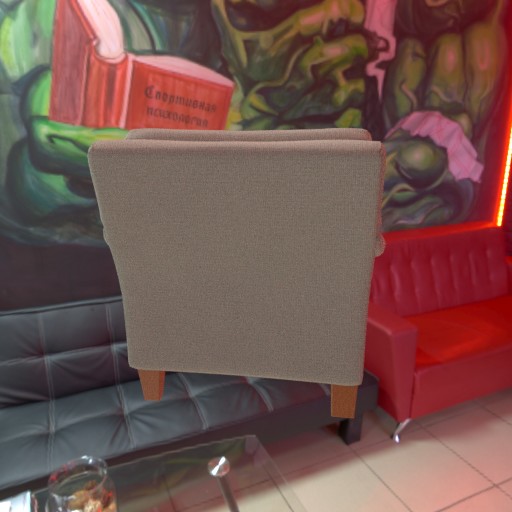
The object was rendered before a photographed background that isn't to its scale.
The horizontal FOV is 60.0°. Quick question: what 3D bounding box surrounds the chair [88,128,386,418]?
[{"bbox_3d":[0.000,0.000,1.885,0.955,1.038,1.070,2,16,8],"label":"chair"}]
